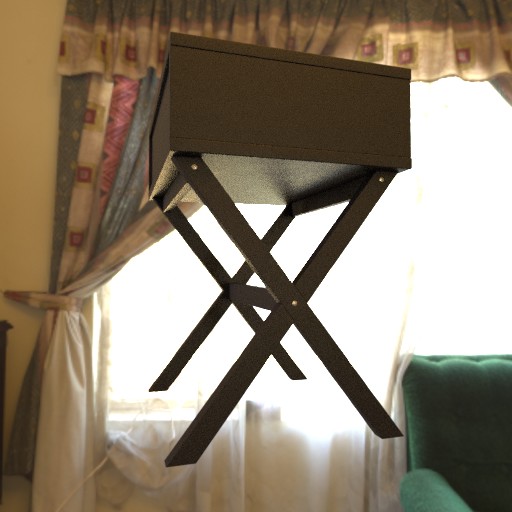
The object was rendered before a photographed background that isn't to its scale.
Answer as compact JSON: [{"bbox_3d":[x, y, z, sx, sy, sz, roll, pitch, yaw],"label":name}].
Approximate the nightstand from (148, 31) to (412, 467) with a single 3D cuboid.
[{"bbox_3d":[0.000,0.000,0.908,0.402,0.623,0.479,0,-2,-17],"label":"nightstand"}]
